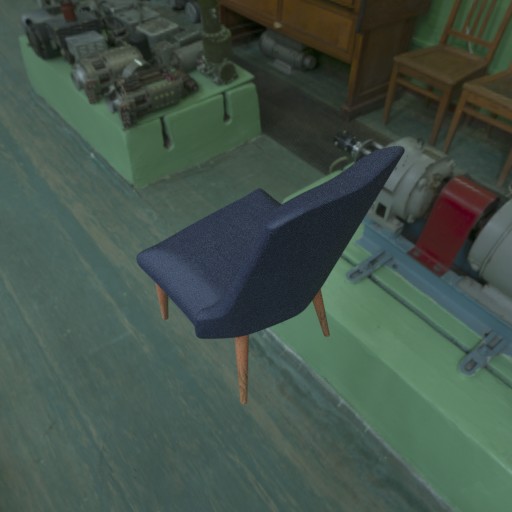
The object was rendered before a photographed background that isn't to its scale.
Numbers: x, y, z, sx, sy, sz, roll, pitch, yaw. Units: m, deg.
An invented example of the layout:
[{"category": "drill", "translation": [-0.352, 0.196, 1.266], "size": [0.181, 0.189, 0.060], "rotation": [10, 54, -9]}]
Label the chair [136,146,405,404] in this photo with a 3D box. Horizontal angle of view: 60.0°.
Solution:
[{"category": "chair", "translation": [0.000, 0.000, 1.200], "size": [0.504, 0.820, 0.567], "rotation": [-32, 55, -26]}]
